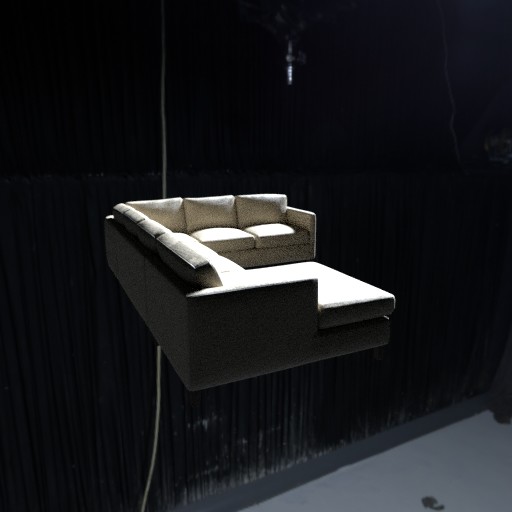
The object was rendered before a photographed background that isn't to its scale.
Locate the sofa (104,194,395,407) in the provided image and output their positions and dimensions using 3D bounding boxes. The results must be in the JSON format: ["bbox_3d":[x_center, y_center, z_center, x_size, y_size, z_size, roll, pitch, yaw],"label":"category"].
[{"bbox_3d":[0.000,0.000,4.629,2.593,0.959,3.460,-6,15,-25],"label":"sofa"}]
